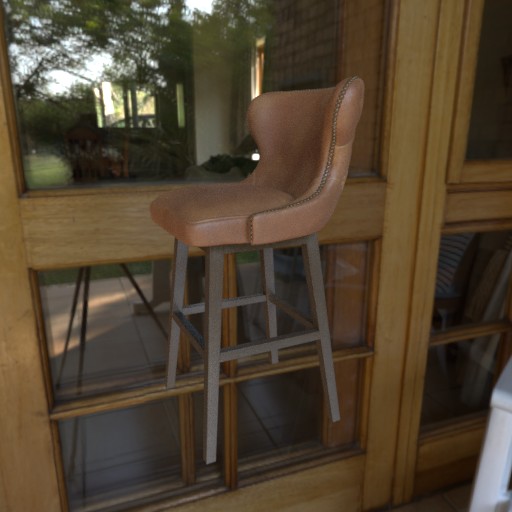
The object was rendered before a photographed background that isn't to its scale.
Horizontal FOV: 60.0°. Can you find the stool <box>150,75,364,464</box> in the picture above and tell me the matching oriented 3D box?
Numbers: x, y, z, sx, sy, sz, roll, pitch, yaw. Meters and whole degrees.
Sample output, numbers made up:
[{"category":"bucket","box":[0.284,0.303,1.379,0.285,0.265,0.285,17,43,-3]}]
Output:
[{"category":"stool","box":[0.000,0.000,1.475,0.606,1.087,0.591,-7,17,-25]}]
